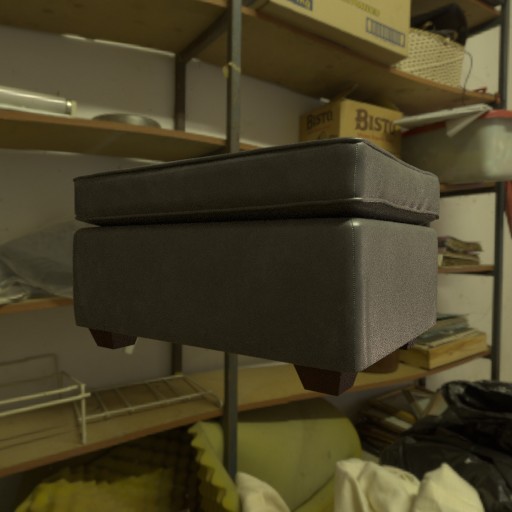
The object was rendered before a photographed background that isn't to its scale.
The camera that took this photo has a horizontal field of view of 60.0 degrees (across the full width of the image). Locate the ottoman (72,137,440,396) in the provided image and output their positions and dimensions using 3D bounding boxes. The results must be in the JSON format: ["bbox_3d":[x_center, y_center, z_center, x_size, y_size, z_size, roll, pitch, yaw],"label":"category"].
[{"bbox_3d":[0.000,0.000,1.092,0.756,0.445,0.554,1,2,35],"label":"ottoman"}]
